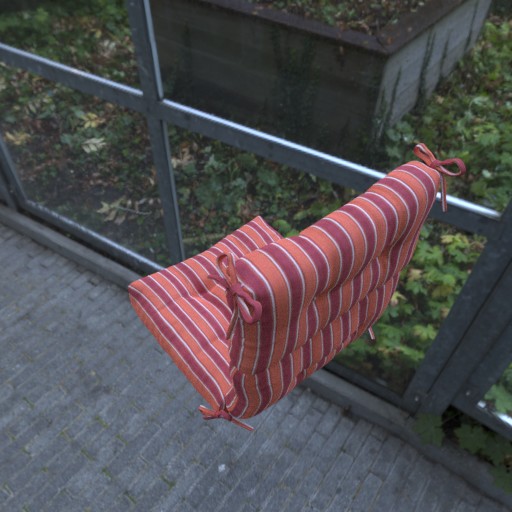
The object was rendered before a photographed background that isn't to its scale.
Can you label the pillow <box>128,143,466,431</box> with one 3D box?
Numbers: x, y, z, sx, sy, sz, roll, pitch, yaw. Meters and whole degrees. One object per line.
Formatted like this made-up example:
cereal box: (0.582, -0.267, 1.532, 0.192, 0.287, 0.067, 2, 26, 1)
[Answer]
pillow: (0.000, 0.000, 1.011, 0.519, 0.605, 0.571, -30, 53, -26)
